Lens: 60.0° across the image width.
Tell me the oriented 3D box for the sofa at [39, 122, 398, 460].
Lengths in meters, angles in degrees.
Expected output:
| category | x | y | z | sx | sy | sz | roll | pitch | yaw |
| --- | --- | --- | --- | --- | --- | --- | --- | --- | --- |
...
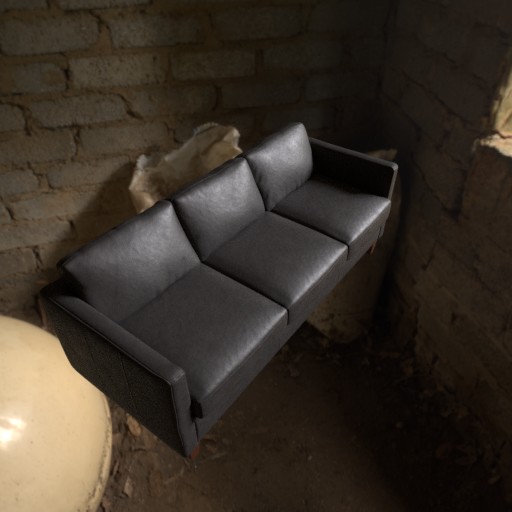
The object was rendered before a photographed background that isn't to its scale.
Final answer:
| category | x | y | z | sx | sy | sz | roll | pitch | yaw |
| --- | --- | --- | --- | --- | --- | --- | --- | --- | --- |
| sofa | 0.000 | 0.000 | 3.028 | 1.045 | 1.006 | 2.464 | 26 | 46 | 27 |
